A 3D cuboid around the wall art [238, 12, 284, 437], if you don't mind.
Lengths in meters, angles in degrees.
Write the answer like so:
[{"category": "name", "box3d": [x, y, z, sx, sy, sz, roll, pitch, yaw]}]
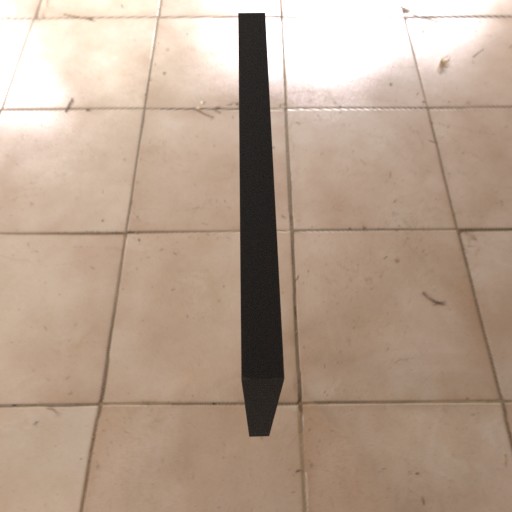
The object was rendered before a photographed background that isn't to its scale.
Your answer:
[{"category": "wall art", "box3d": [0.000, 0.000, 0.732, 0.038, 0.508, 0.508, -1, 63, -1]}]
